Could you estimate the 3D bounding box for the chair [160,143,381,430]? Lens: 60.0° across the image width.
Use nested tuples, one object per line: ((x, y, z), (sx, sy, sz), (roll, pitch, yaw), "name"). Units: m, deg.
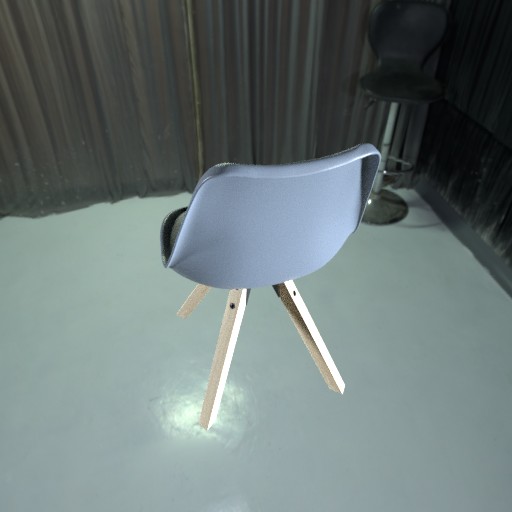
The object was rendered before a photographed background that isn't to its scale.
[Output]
((0.000, 0.000, 1.177), (0.485, 0.850, 0.550), (-11, 42, -12), "chair")
